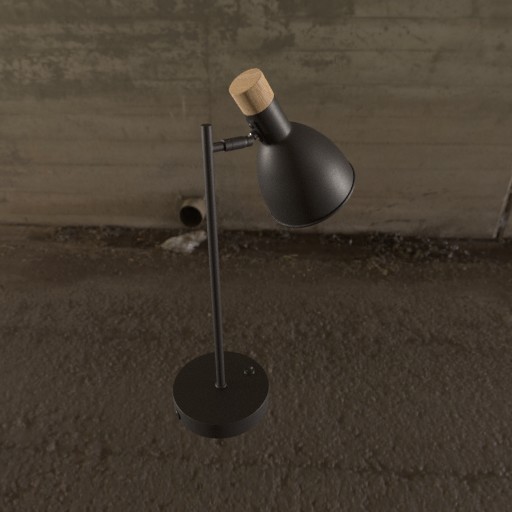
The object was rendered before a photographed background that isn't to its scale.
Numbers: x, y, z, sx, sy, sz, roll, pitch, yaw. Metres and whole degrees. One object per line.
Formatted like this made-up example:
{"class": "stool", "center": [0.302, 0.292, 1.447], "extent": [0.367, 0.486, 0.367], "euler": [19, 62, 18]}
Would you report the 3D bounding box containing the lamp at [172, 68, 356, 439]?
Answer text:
{"class": "lamp", "center": [0.000, 0.000, 0.614], "extent": [0.287, 0.483, 0.152], "euler": [-19, 36, -28]}
